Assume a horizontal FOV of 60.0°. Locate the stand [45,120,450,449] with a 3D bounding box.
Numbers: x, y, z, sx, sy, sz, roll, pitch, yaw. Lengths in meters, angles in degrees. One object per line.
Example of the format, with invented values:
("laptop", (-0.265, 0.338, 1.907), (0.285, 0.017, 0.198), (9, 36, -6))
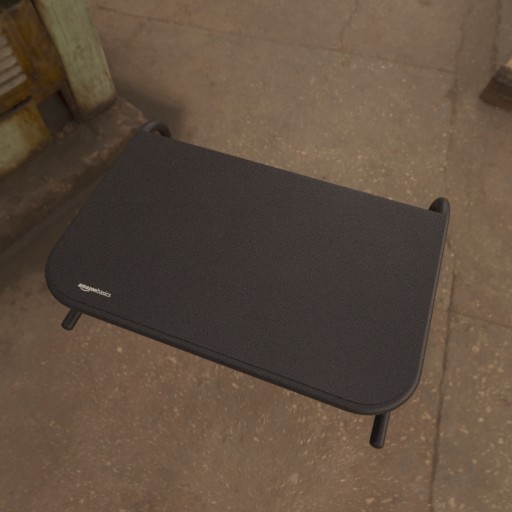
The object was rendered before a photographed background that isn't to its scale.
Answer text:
("stand", (0.000, 0.000, 0.497), (0.370, 0.108, 0.280), (18, 61, 10))
